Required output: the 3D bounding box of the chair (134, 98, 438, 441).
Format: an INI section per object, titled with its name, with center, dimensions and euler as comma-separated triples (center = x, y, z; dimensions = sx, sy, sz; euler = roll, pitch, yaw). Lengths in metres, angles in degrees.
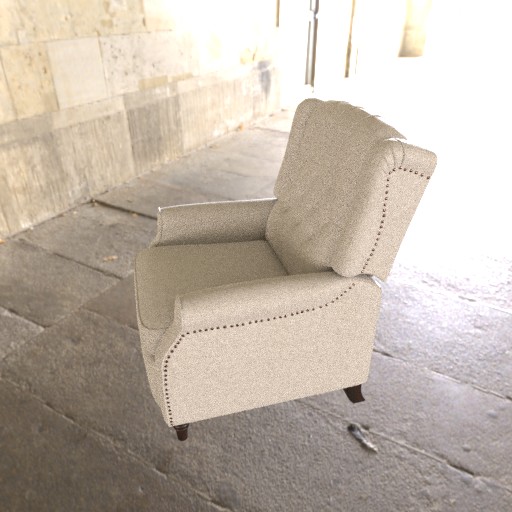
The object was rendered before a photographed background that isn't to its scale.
[chair]
center = 0.000, 0.000, 1.637
dimensions = 0.902, 1.035, 0.742
euler = -8, 31, -13
